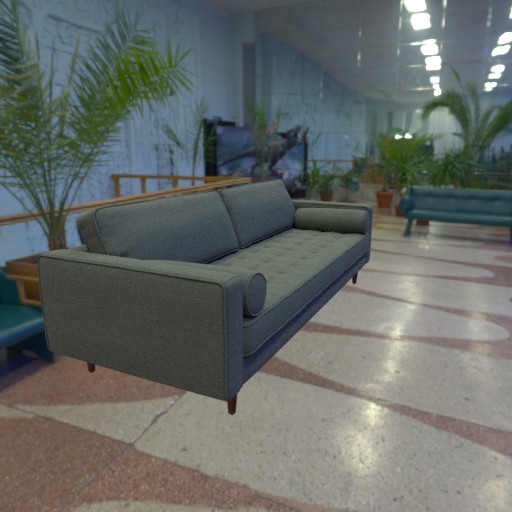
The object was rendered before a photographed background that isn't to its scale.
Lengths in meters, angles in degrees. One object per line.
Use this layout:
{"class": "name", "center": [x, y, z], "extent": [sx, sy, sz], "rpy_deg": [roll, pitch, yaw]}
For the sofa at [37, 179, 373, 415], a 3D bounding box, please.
{"class": "sofa", "center": [0.000, 0.000, 2.585], "extent": [0.914, 0.762, 2.198], "rpy_deg": [7, 15, 26]}
